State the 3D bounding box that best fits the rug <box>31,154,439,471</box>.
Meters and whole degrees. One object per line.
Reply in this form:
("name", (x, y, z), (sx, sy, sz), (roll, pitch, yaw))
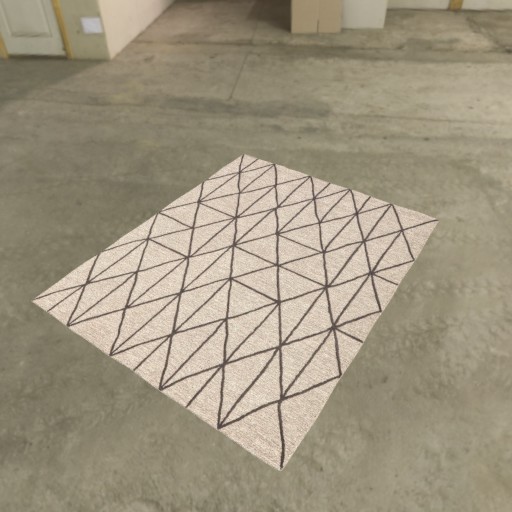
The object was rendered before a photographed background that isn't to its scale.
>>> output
("rug", (0.000, 0.000, 4.098), (2.468, 0.022, 3.061), (24, 47, 25))
